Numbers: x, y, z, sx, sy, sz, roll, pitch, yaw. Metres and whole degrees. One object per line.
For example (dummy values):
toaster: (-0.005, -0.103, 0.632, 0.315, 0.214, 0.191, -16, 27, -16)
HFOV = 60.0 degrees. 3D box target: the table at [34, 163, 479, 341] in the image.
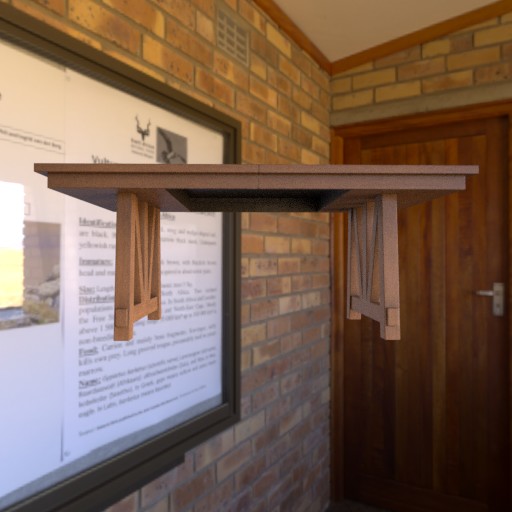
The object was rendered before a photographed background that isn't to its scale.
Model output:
table: (0.000, 0.000, 2.379, 1.881, 0.768, 1.016, 0, 0, -1)
